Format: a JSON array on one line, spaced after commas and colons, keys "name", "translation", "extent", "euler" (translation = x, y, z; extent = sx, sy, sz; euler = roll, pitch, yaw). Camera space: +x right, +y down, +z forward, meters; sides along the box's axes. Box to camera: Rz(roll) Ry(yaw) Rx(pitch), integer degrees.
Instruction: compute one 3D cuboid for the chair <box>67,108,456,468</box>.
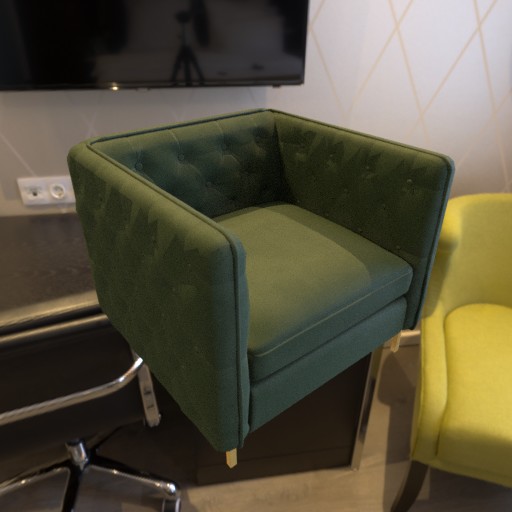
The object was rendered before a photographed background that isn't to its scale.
[{"name": "chair", "translation": [0.000, 0.000, 1.521], "extent": [0.917, 0.768, 0.855], "euler": [-22, 37, -32]}]
